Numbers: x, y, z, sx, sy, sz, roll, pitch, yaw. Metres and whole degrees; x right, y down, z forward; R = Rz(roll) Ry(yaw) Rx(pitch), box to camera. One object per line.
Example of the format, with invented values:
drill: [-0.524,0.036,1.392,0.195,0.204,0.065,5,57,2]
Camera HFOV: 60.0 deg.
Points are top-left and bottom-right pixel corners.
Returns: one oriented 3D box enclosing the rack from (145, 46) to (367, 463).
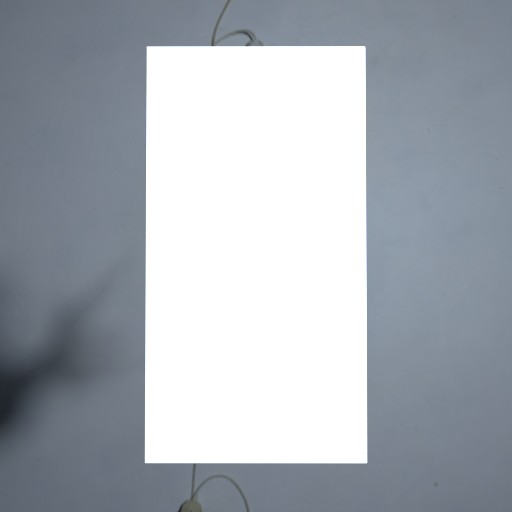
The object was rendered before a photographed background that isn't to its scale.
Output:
rack: [0.000,0.000,1.670,0.613,0.880,1.159,0,89,0]
